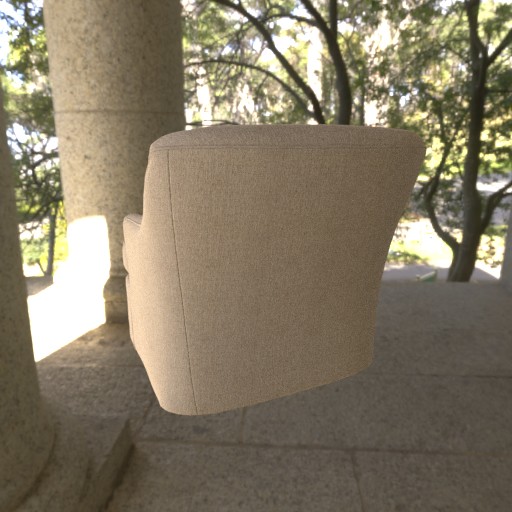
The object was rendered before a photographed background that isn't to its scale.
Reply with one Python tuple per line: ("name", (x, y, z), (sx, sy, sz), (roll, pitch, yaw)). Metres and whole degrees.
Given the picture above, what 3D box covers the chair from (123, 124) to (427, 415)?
("chair", (0.000, 0.000, 1.557), (0.864, 0.856, 0.923), (-7, 16, -26))
